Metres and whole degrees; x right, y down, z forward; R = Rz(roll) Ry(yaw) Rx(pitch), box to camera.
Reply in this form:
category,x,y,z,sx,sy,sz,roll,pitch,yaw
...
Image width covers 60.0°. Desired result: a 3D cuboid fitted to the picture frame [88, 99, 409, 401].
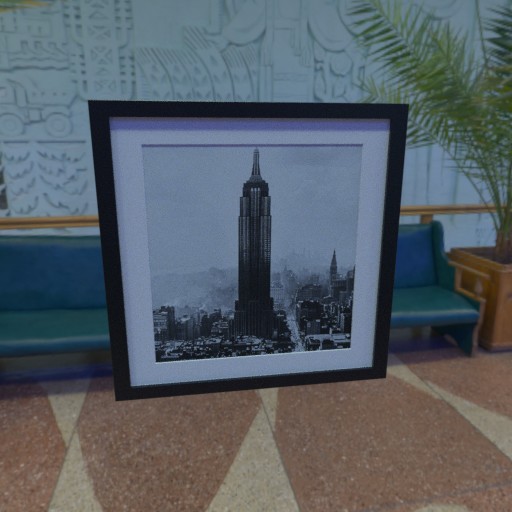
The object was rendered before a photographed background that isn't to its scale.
category,x,y,z,sx,sy,sz,roll,pitch,yaw
picture frame,0.000,0.000,0.848,0.559,0.557,0.029,-2,15,-9
